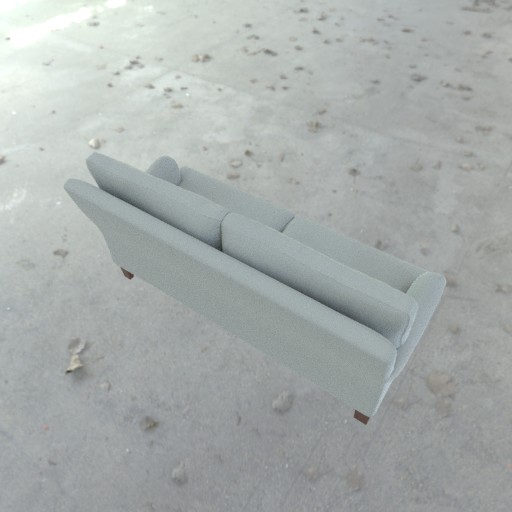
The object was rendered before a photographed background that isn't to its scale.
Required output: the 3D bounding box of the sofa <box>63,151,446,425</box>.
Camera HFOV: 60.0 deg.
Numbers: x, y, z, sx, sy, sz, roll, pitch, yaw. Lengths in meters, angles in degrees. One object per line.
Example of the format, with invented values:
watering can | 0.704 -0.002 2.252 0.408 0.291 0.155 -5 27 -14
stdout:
sofa | 0.000 0.000 2.854 2.193 1.096 1.069 27 51 24
